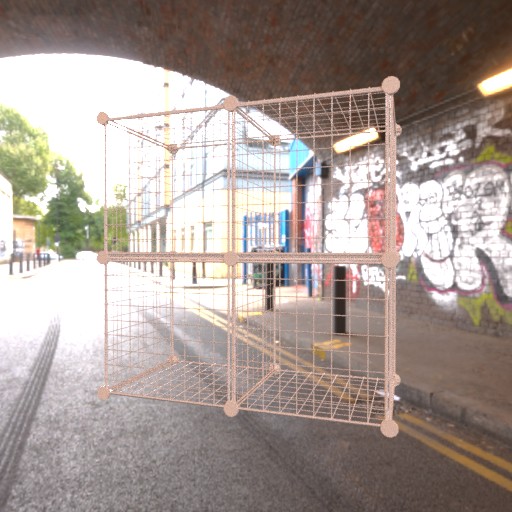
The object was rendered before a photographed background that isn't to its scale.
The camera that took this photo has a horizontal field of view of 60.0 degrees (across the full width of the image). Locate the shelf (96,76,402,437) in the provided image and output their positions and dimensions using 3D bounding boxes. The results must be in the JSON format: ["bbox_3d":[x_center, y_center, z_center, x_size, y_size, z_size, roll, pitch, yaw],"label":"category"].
[{"bbox_3d":[0.000,0.000,1.150,0.711,0.711,0.356,0,1,19],"label":"shelf"}]
